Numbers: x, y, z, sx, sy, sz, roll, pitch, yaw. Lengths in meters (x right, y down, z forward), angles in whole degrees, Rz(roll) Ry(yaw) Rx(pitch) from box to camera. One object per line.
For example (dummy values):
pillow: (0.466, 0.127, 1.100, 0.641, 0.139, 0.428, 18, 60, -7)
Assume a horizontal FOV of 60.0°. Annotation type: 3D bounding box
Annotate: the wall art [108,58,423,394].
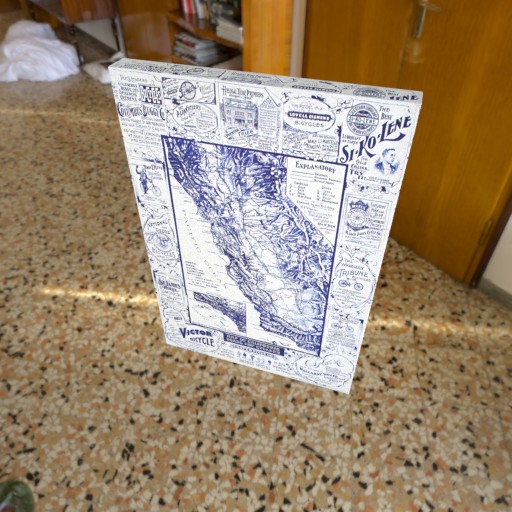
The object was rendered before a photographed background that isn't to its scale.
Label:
wall art: (0.000, 0.000, 0.762, 0.408, 0.601, 0.040, 12, 43, 13)
